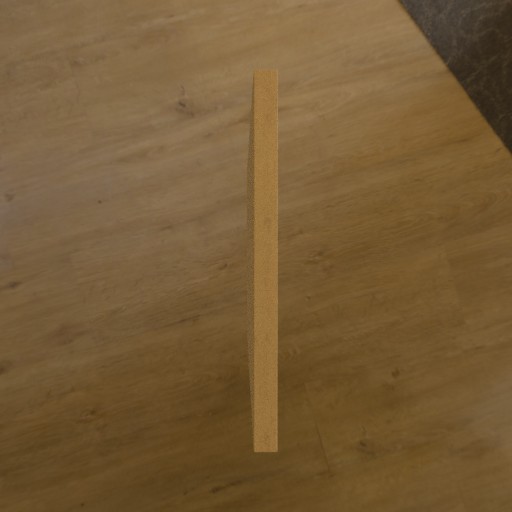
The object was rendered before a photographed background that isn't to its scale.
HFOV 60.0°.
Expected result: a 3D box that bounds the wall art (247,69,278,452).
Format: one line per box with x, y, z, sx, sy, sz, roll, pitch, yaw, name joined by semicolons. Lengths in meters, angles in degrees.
0.000;0.000;0.992;0.039;0.810;0.510;0;91;-1;wall art
